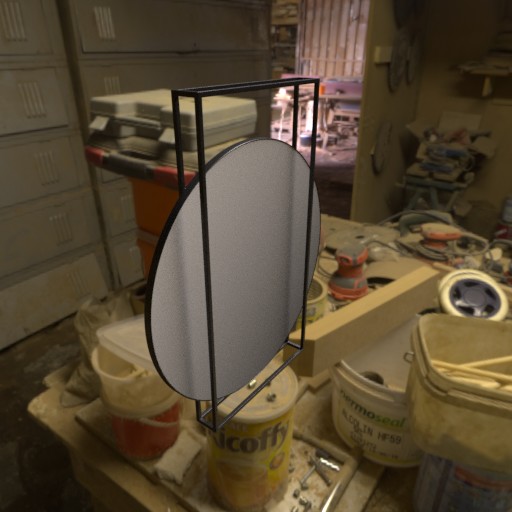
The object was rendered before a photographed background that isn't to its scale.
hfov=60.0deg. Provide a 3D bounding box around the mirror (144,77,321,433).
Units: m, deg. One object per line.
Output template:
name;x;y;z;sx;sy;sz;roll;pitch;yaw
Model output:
mirror;0.000;0.000;0.828;0.051;0.603;0.508;18;31;33
